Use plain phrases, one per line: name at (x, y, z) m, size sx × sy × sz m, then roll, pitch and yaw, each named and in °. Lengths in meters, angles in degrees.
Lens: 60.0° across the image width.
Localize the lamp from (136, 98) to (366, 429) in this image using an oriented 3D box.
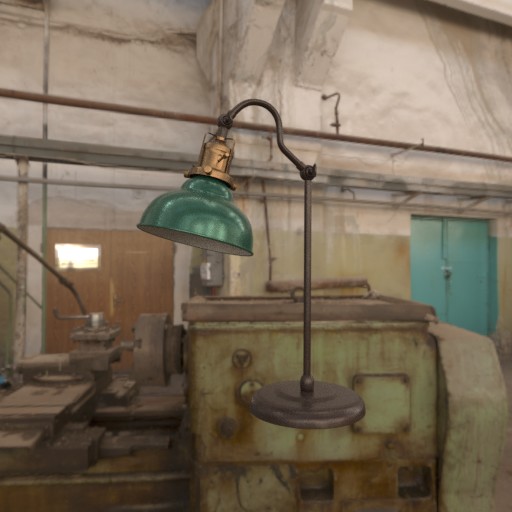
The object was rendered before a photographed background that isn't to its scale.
lamp at (0.000, 0.000, 0.714) m, size 0.374 × 0.508 × 0.192 m, roll 0°, pitch -1°, yaw -21°
